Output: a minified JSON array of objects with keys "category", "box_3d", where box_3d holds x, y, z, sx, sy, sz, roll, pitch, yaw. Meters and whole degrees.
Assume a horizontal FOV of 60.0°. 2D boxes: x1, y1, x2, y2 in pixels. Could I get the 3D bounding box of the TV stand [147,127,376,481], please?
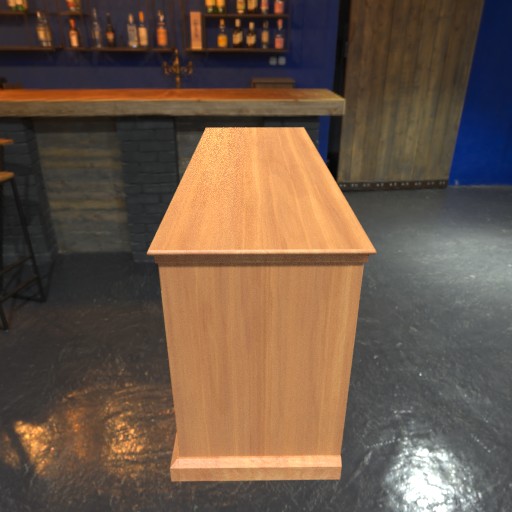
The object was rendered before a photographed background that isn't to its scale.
[{"category":"TV stand","box_3d":[0.000,0.000,1.451,0.417,0.607,1.181,0,27,-1]}]
